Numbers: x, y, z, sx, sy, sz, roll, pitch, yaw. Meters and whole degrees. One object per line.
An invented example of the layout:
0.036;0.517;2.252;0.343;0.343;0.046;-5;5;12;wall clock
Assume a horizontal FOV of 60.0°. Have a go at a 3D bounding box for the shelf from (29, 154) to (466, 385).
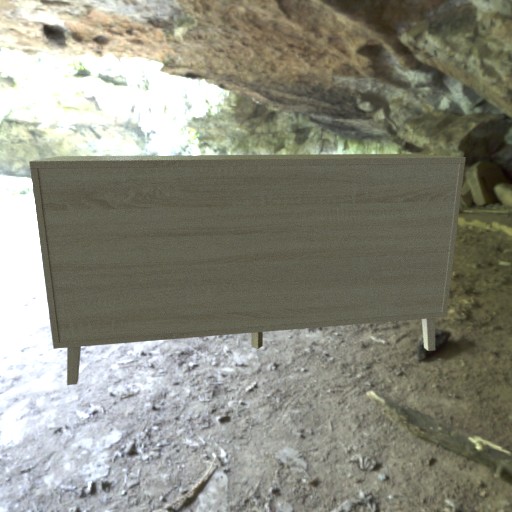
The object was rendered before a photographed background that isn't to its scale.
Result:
0.000;0.000;1.781;1.490;0.780;0.400;-3;15;-10;shelf
